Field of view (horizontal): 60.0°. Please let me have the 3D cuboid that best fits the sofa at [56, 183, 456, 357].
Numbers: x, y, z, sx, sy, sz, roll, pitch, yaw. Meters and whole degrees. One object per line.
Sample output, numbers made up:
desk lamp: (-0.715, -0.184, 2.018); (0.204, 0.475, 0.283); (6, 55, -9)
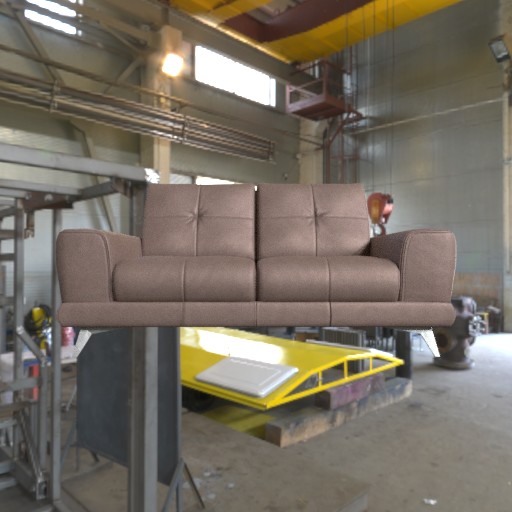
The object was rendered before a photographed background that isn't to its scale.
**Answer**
sofa: (0.000, 0.000, 2.431); (1.806, 0.907, 1.018); (0, -1, 0)
